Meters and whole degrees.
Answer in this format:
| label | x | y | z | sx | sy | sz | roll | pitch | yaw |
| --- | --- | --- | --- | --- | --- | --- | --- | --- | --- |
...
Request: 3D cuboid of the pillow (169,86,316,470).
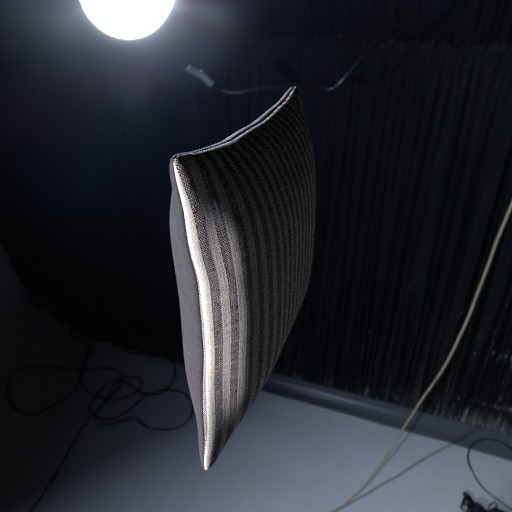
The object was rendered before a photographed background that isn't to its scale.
| label | x | y | z | sx | sy | sz | roll | pitch | yaw |
| --- | --- | --- | --- | --- | --- | --- | --- | --- | --- |
| pillow | 0.000 | 0.000 | 0.797 | 0.166 | 0.506 | 0.523 | 10 | 31 | 17 |
